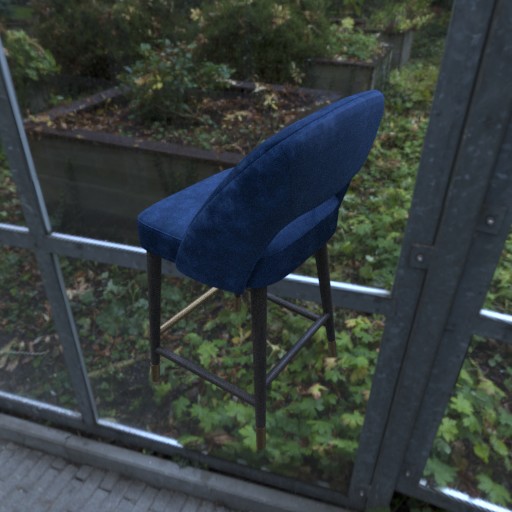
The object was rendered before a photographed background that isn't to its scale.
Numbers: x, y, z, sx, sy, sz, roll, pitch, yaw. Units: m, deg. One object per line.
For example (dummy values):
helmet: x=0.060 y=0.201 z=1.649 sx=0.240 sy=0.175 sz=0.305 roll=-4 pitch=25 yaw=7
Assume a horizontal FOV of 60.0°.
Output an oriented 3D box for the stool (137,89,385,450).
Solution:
stool: x=0.000 y=0.000 z=1.245 sx=0.524 sy=0.925 sz=0.536 roll=21 pitch=38 yaw=29
